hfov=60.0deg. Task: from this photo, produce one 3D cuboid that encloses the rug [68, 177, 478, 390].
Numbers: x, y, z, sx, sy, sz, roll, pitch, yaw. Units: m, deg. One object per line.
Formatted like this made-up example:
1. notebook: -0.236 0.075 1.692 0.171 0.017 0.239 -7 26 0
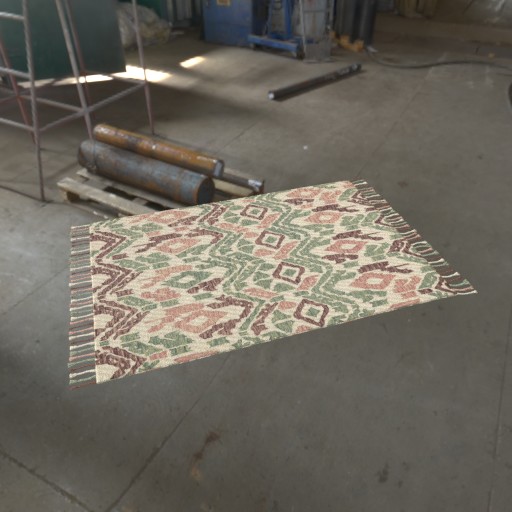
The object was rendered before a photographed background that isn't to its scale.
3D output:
1. rug: 0.000 0.000 3.037 2.438 0.011 1.524 -11 41 -14
